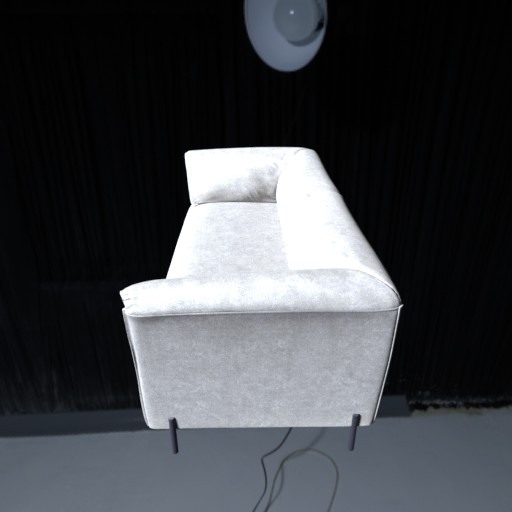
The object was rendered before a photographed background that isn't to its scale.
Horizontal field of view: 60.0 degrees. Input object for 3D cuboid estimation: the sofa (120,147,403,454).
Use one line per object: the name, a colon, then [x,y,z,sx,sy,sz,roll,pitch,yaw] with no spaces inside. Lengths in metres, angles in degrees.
sofa: [0.000,0.000,2.343,0.905,0.747,1.878,-1,27,-1]
